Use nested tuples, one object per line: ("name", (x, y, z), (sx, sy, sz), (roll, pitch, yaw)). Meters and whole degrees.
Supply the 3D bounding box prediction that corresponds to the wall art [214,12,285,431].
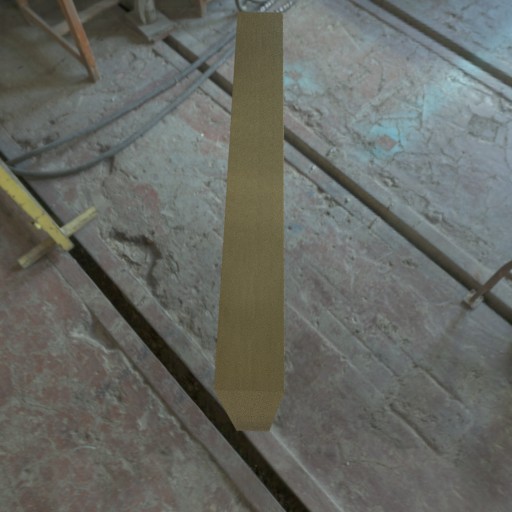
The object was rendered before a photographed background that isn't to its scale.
("wall art", (0.000, 0.000, 0.441), (0.038, 0.305, 0.304), (1, 65, 1))
